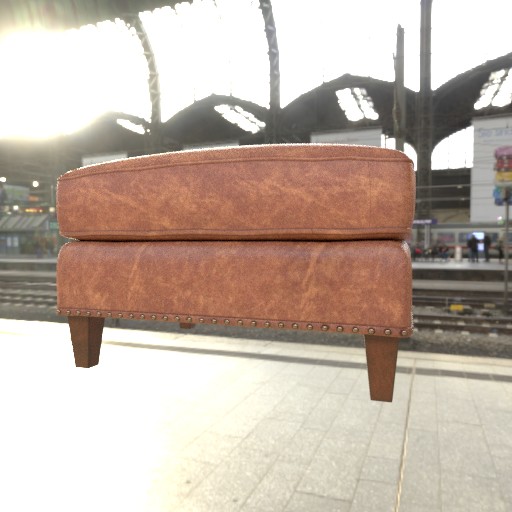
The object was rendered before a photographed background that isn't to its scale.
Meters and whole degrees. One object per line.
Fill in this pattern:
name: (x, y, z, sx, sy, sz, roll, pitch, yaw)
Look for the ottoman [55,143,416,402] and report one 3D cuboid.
ottoman: (0.000, 0.000, 1.107, 0.742, 0.486, 0.586, 1, 2, 19)
